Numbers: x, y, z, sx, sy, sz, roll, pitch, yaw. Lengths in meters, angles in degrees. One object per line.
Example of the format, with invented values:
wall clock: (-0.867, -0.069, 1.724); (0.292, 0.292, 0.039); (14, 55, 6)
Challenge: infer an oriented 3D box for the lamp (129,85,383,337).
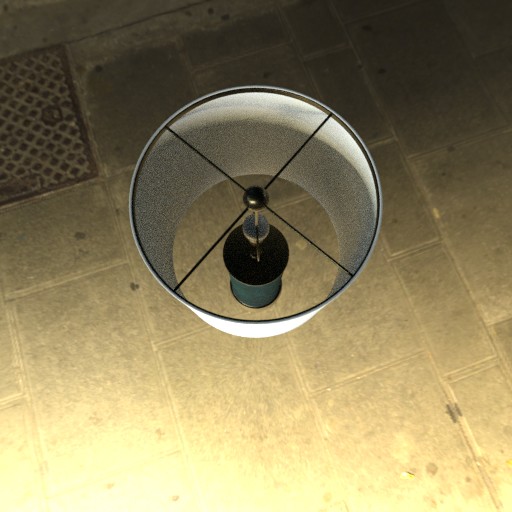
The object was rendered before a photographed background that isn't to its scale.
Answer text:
lamp: (0.000, 0.000, 0.818); (0.301, 0.630, 0.301); (-5, 77, -1)
